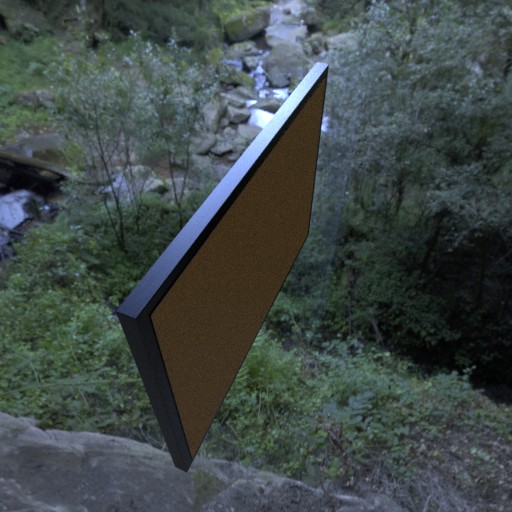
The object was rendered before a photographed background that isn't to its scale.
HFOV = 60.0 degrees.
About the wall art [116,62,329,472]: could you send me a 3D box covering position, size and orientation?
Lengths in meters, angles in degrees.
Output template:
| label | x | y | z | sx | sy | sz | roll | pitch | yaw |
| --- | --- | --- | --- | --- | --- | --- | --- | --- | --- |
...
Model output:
| label | x | y | z | sx | sy | sz | roll | pitch | yaw |
| --- | --- | --- | --- | --- | --- | --- | --- | --- | --- |
| wall art | 0.000 | 0.000 | 0.821 | 0.027 | 0.458 | 0.657 | 17 | 49 | 16 |
